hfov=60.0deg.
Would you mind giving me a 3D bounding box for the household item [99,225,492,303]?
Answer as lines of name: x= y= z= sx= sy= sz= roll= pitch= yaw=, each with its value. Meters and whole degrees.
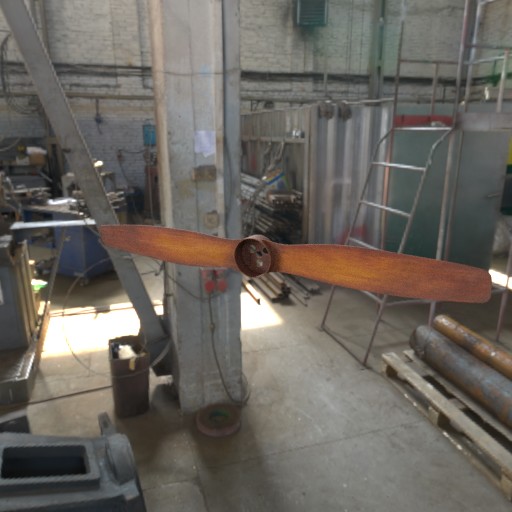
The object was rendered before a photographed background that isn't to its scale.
household item: x=0.000 y=0.000 z=1.246 sx=1.181 sy=0.121 sz=0.051 roll=8 pitch=18 yaw=26
